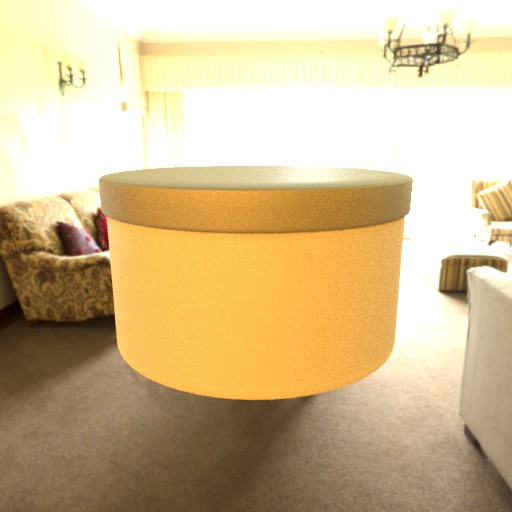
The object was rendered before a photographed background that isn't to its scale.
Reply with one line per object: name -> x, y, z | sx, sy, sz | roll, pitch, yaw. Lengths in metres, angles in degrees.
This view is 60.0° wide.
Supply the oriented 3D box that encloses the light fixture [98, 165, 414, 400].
light fixture -> 0.000, 0.000, 0.613 | 0.393, 0.229, 0.393 | 0, 14, 0
